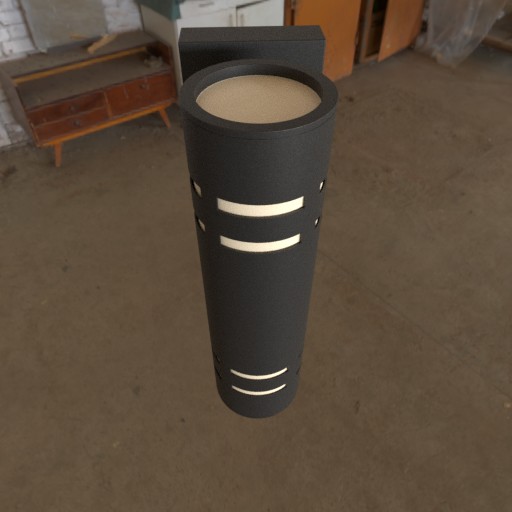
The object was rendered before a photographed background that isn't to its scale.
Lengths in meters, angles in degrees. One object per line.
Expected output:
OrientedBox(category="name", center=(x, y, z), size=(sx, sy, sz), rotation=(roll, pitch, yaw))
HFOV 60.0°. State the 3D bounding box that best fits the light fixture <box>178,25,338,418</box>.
OrientedBox(category="light fixture", center=(0.000, 0.000, 0.392), size=(0.105, 0.330, 0.149), rotation=(-2, 46, -2))
